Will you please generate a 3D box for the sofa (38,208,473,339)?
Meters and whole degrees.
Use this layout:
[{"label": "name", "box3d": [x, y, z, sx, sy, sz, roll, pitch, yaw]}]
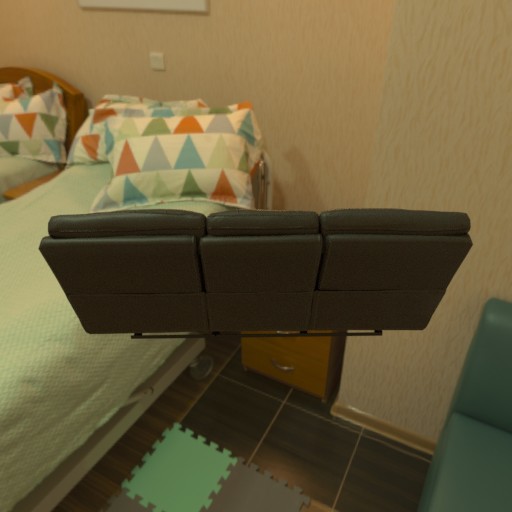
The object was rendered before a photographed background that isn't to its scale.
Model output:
[{"label": "sofa", "box3d": [0.000, 0.000, 3.221, 2.627, 1.134, 1.104, -1, 32, -1]}]
